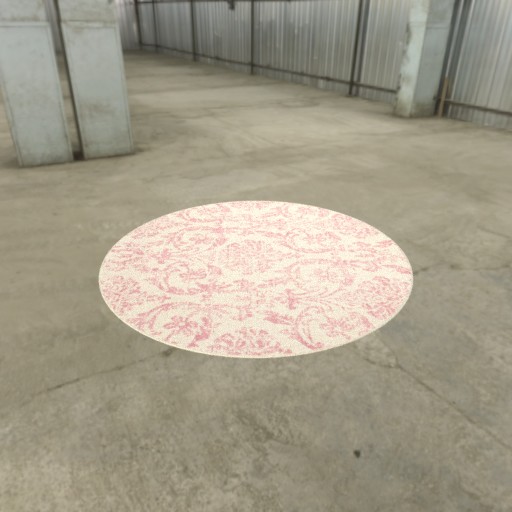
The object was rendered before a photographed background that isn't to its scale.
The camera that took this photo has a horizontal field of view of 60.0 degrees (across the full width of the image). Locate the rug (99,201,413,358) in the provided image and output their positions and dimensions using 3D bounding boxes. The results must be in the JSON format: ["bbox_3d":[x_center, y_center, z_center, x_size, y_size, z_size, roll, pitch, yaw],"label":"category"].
[{"bbox_3d":[0.000,0.000,2.351,1.593,0.012,1.593,0,28,0],"label":"rug"}]
